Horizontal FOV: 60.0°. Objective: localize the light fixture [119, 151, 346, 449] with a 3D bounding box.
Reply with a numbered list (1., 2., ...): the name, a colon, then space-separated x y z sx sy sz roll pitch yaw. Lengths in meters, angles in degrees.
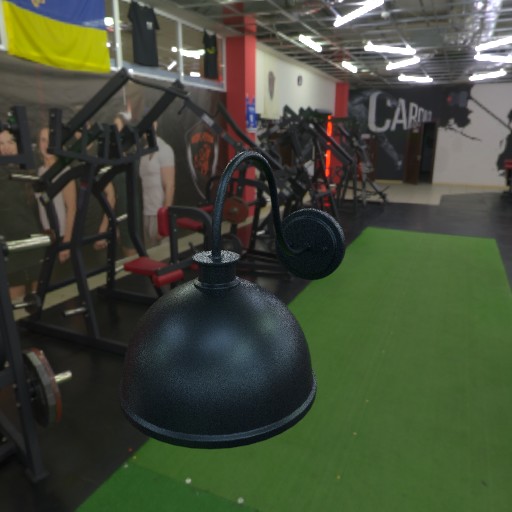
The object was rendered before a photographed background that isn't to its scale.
1. light fixture: 0.000 0.000 0.635 0.253 0.295 0.467 8 17 26
